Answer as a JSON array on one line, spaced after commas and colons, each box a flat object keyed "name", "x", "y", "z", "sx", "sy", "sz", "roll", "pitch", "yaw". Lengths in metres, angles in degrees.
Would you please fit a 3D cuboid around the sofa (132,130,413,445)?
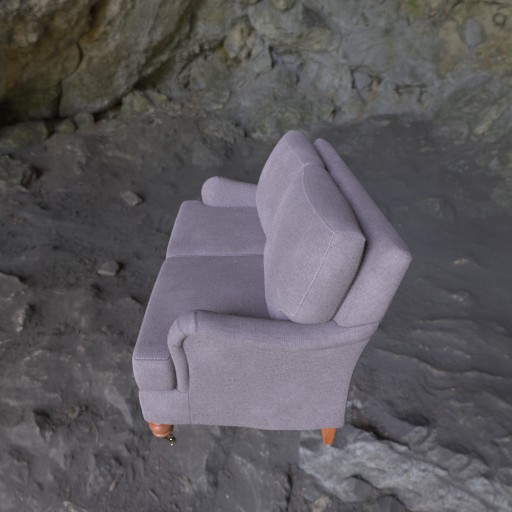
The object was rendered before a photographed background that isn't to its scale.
[{"name": "sofa", "x": 0.000, "y": 0.000, "z": 2.557, "sx": 1.084, "sy": 1.101, "sz": 1.853, "roll": -1, "pitch": 28, "yaw": -2}]
